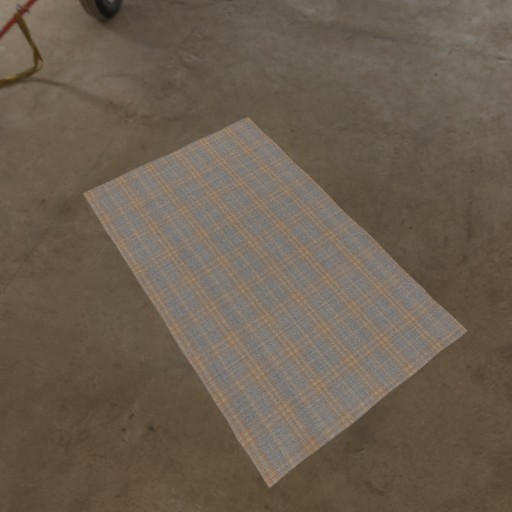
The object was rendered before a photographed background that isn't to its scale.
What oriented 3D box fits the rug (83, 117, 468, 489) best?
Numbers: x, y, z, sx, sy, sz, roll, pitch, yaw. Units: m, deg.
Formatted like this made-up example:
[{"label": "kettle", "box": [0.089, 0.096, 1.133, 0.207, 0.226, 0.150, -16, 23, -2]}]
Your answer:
[{"label": "rug", "box": [0.000, 0.000, 3.093, 1.545, 0.016, 2.460, -30, 62, -18]}]
